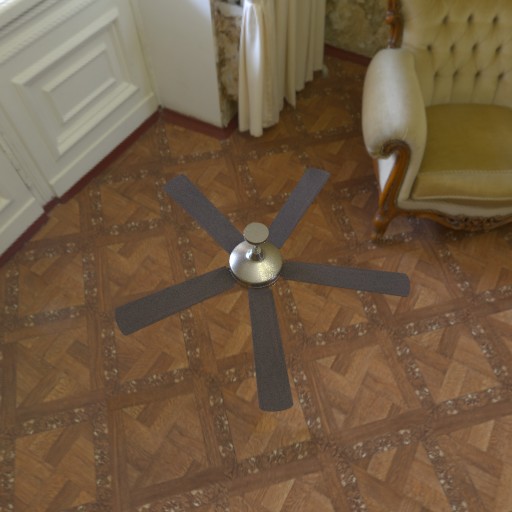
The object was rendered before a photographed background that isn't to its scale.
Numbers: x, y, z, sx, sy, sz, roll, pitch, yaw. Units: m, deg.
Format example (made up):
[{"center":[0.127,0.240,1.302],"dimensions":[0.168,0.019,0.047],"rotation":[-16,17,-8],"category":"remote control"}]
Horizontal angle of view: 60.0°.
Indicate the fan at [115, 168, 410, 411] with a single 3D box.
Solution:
[{"center":[0.000,0.000,2.002],"dimensions":[1.321,0.356,1.321],"rotation":[-14,58,-9],"category":"fan"}]
